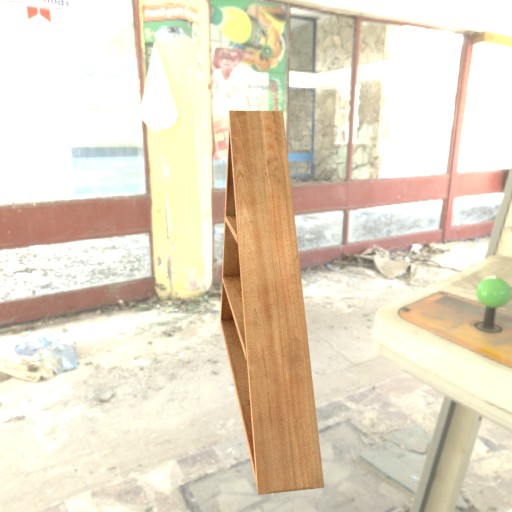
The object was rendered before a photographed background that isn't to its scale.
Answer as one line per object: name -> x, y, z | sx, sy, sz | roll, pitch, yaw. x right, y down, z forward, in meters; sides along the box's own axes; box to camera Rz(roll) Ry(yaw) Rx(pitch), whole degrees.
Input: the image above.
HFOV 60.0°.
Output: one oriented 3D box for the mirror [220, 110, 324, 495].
mirror -> 0.000, 0.000, 0.878 | 0.100, 0.548, 0.631 | -2, 15, -9
